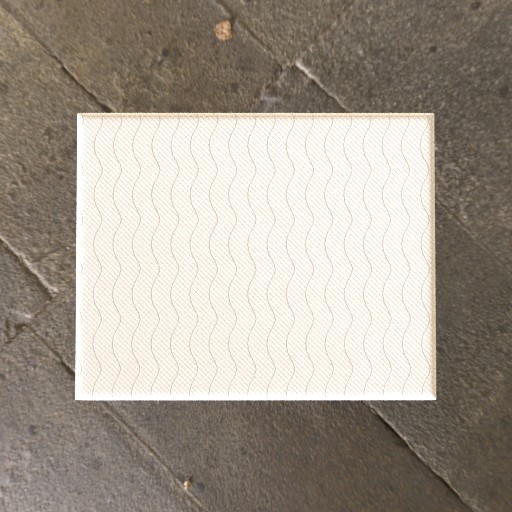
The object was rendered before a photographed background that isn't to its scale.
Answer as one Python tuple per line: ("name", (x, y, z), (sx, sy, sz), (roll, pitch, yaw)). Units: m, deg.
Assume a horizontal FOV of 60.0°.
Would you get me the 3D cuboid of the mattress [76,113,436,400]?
("mattress", (0.000, 0.000, 2.568), (2.000, 0.230, 1.600), (0, 89, 0))
